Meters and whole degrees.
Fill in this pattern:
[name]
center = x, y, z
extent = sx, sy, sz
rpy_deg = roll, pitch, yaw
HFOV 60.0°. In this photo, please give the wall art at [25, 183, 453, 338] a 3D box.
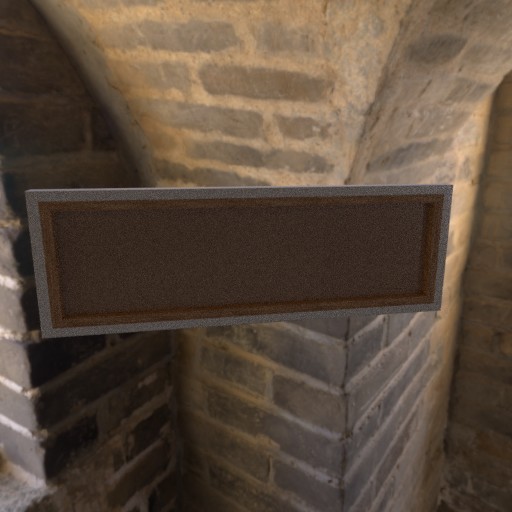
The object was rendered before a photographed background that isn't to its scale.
[wall art]
center = 0.000, 0.000, 0.830
extent = 0.766, 0.256, 0.036
rpy_deg = -2, 14, -10
